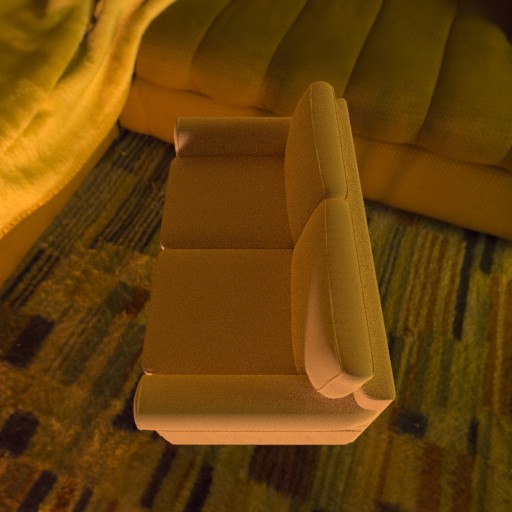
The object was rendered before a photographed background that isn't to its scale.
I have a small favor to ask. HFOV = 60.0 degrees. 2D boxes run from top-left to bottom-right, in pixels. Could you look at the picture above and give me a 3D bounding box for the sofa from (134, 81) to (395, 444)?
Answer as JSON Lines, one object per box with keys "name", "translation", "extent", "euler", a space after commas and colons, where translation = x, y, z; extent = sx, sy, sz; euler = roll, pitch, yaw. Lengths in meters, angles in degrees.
{"name": "sofa", "translation": [0.000, 0.000, 2.258], "extent": [0.991, 0.940, 1.727], "euler": [0, 57, 0]}
